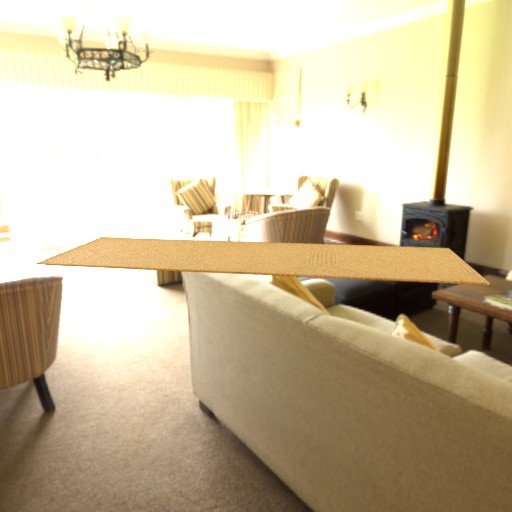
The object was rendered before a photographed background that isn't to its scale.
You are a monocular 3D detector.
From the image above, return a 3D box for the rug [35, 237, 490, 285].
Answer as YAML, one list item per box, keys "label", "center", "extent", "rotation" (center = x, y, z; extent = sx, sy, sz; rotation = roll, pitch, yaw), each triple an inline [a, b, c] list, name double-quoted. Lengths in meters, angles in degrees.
- label: "rug"
  center: [0.000, 0.000, 2.733]
  extent: [2.452, 0.012, 0.775]
  rotation: [2, 14, 9]
